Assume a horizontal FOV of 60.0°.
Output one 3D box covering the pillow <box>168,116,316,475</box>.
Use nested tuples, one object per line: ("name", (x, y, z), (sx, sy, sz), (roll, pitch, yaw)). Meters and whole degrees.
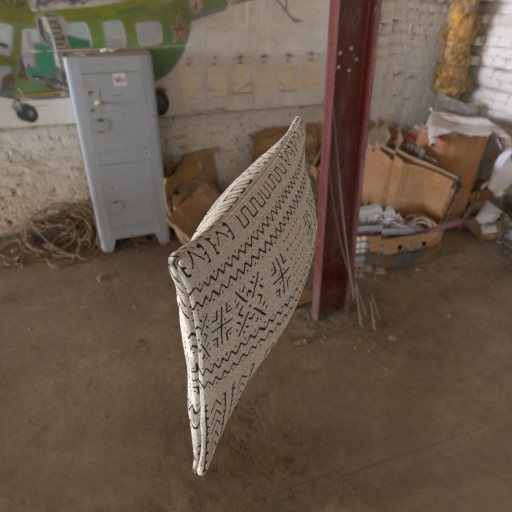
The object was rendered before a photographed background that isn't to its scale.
("pillow", (0.000, 0.000, 0.788), (0.188, 0.352, 0.637), (9, 32, 14))
